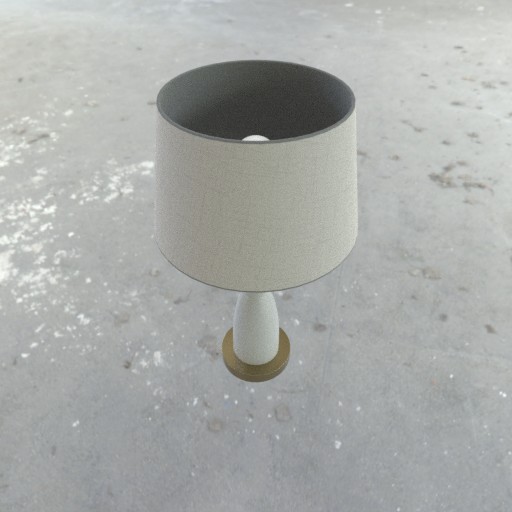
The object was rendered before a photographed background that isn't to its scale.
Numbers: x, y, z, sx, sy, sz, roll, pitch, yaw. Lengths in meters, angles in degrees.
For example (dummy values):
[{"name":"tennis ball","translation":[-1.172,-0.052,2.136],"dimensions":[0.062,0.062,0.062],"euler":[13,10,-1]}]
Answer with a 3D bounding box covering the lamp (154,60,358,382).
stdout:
[{"name":"lamp","translation":[0.000,0.000,0.734],"dimensions":[0.309,0.545,0.309],"euler":[0,43,0]}]
